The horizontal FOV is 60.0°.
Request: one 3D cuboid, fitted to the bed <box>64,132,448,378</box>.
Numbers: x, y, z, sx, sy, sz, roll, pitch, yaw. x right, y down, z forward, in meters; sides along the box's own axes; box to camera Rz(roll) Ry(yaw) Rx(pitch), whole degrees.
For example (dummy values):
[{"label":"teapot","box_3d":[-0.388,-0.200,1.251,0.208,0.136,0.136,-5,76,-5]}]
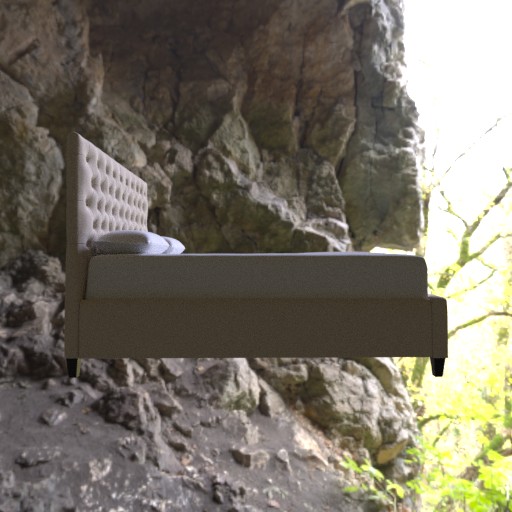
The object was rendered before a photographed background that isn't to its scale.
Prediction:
[{"label":"bed","box_3d":[0.000,0.000,3.395,2.233,1.426,1.696,0,-1,0]}]
